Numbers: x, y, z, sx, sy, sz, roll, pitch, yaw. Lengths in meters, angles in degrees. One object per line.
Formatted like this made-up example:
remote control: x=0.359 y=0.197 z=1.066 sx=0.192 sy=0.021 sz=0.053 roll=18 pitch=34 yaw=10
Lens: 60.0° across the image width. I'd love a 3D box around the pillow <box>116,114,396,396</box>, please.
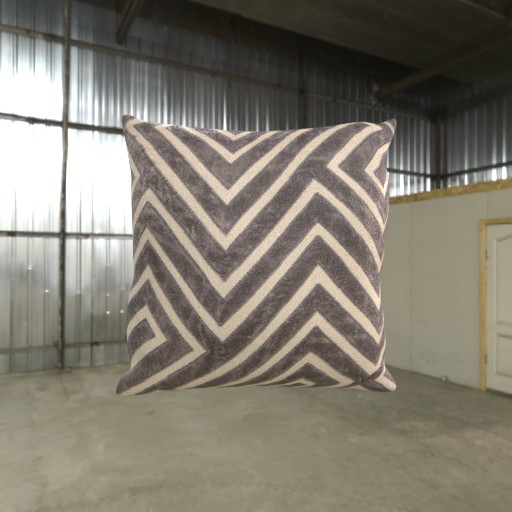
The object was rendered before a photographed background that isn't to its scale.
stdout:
pillow: x=0.000 y=0.000 z=0.689 sx=0.440 sy=0.441 sz=0.182 roll=0 pitch=0 yaw=0
